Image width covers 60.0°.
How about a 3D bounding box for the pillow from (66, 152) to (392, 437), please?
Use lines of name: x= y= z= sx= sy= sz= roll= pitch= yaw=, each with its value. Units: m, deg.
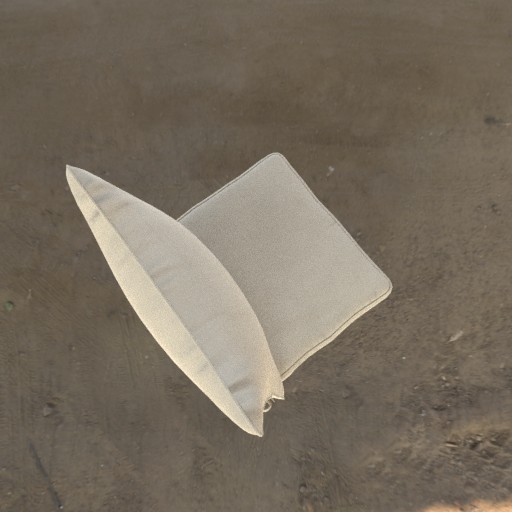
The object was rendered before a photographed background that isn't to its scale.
pillow: x=0.000 y=0.000 z=1.357 sx=0.733 sy=0.716 sz=0.798 roll=-36 pitch=78 yaw=-9
